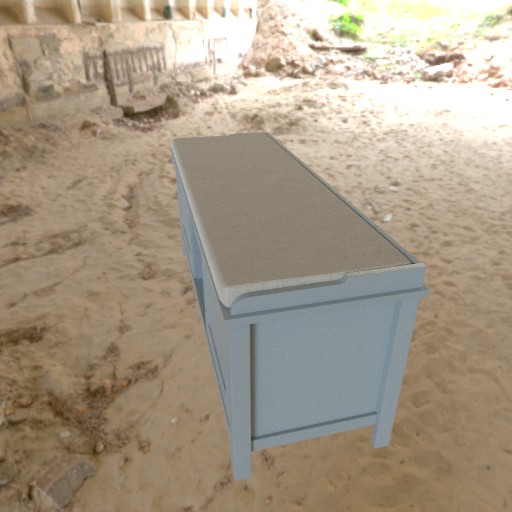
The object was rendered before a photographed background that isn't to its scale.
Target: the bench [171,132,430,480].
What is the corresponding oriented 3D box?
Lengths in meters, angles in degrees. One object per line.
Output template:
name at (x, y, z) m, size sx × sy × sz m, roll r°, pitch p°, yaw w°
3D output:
bench at (0.000, 0.000, 1.386) m, size 0.398 × 0.501 × 1.140 m, roll -7°, pitch 29°, yaw -12°
